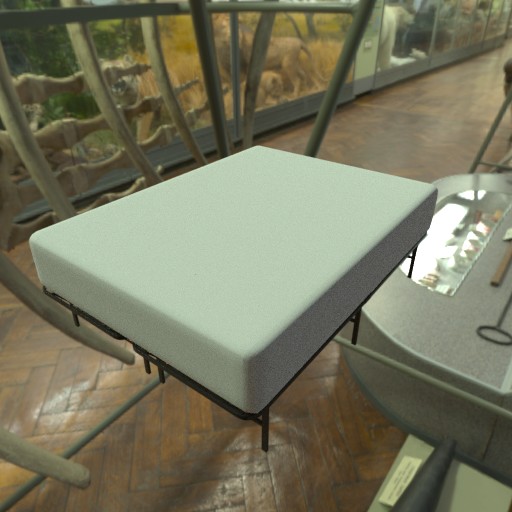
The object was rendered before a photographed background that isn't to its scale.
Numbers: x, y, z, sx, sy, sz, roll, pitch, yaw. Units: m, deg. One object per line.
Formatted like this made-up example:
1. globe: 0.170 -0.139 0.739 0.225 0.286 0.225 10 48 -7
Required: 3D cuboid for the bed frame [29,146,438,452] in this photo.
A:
1. bed frame: 0.000 0.000 2.775 1.528 0.677 2.037 21 37 31
